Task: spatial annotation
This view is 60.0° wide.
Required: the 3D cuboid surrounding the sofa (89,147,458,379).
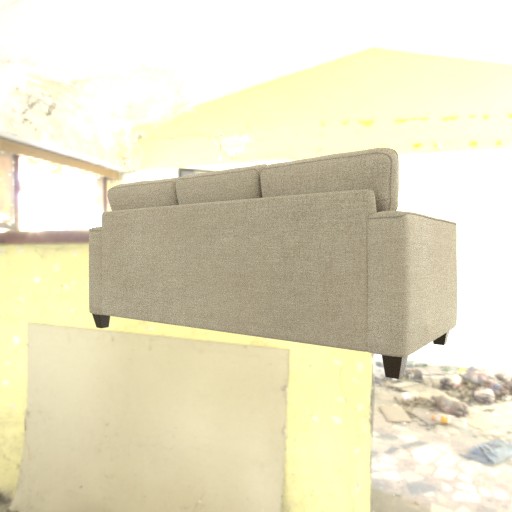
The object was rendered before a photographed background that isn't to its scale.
[{"bbox_3d":[0.000,0.000,2.705,2.133,0.965,0.939,0,1,36],"label":"sofa"}]
